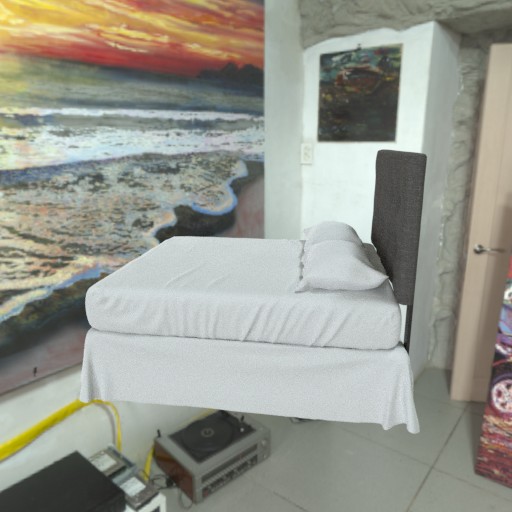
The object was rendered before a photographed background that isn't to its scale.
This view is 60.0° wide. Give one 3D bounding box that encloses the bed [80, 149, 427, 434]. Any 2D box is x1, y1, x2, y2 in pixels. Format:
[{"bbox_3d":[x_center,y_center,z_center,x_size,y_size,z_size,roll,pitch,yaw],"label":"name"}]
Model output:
[{"bbox_3d":[0.000,0.000,3.401,2.222,1.577,1.936,2,14,9],"label":"bed"}]
